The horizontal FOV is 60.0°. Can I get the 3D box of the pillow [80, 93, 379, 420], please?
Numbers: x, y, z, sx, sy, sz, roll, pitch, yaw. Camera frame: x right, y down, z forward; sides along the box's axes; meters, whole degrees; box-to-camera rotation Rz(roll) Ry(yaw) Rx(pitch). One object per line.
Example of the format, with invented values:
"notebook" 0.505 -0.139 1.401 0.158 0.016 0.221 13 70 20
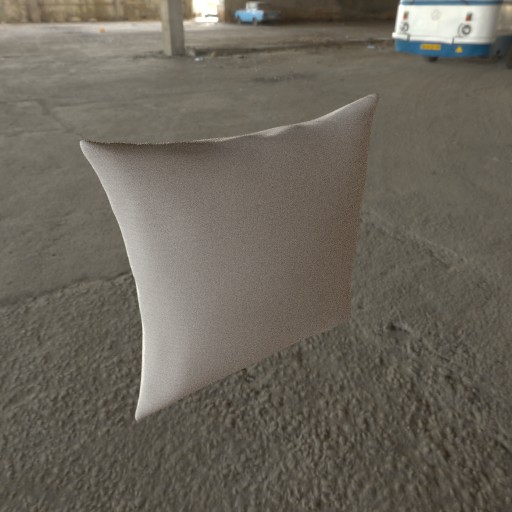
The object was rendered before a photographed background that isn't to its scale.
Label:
"pillow" 0.000 0.000 0.777 0.512 0.497 0.204 -18 35 -28
